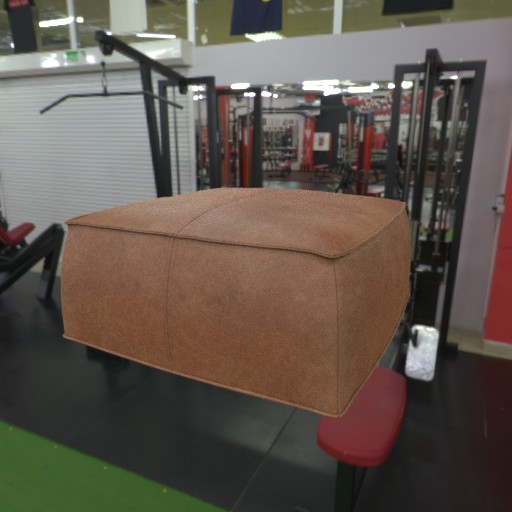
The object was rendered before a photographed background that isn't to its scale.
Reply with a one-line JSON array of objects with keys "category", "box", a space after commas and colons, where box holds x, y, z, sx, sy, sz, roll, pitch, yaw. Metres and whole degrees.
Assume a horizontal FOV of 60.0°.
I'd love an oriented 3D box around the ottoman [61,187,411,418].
[{"category": "ottoman", "box": [0.000, 0.000, 1.431, 0.901, 0.395, 0.902, 8, 17, 27]}]
